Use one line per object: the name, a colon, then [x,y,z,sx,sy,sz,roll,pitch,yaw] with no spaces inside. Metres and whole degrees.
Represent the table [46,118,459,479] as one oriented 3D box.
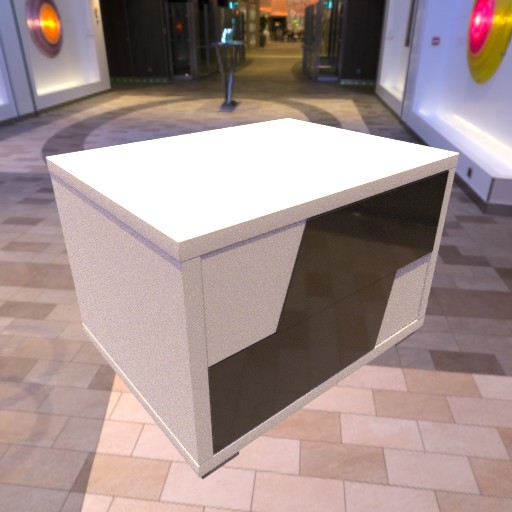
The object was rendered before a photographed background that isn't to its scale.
table: [0.000,0.000,0.779,0.517,0.357,0.399,-21,34,-35]
